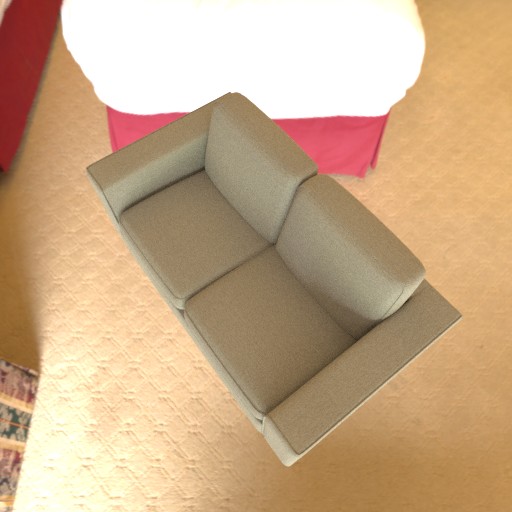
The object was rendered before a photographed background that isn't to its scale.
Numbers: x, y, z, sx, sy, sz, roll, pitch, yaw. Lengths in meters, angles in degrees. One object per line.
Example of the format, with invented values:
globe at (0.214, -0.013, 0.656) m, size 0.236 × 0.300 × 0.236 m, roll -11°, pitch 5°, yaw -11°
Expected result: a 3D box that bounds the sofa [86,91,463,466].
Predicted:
sofa at (0.000, 0.000, 2.386) m, size 1.007 × 0.924 × 1.812 m, roll -34°, pitch 67°, yaw -17°
